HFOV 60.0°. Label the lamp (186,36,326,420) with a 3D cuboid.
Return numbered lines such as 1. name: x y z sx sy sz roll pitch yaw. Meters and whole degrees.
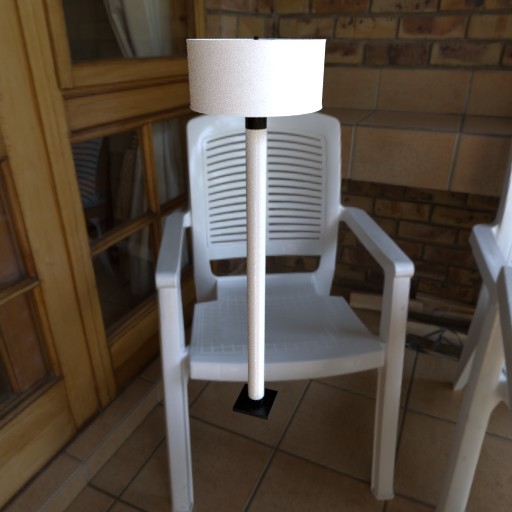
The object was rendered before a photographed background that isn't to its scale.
1. lamp: 0.000 0.000 1.661 0.420 1.475 0.420 8 28 17
